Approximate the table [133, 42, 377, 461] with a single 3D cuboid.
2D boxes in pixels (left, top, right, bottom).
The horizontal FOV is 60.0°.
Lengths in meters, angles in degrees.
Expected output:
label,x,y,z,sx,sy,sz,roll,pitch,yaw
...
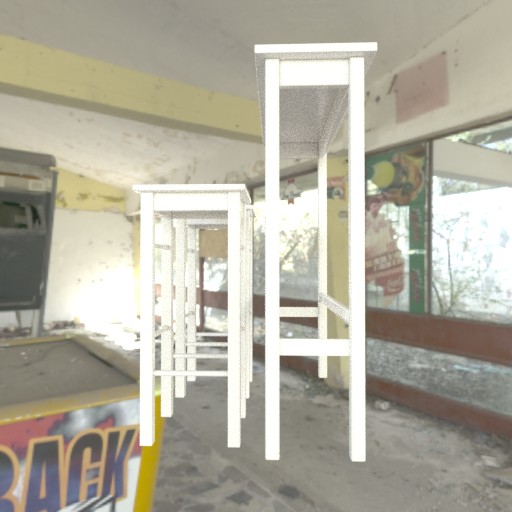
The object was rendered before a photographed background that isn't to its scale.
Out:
label,x,y,z,sx,sy,sz,roll,pitch,yaw
table,0.000,0.000,1.579,0.650,1.065,0.915,0,-1,2
